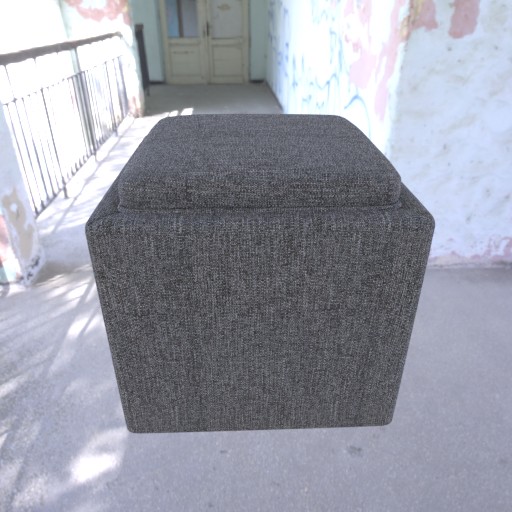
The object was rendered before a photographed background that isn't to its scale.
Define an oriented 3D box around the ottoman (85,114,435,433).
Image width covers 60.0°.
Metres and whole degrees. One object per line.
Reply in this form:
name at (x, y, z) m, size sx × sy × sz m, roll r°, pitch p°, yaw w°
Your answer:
ottoman at (0.000, 0.000, 0.828) m, size 0.450 × 0.460 × 0.450 m, roll -1°, pitch 30°, yaw -2°
